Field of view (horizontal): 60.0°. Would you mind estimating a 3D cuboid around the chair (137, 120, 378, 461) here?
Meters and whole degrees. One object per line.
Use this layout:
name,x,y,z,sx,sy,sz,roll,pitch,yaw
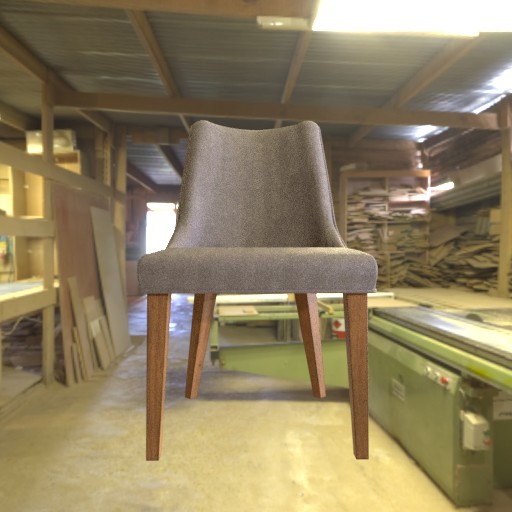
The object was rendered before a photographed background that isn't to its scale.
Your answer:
chair,0.000,0.000,1.306,0.548,0.916,0.636,0,1,-1
